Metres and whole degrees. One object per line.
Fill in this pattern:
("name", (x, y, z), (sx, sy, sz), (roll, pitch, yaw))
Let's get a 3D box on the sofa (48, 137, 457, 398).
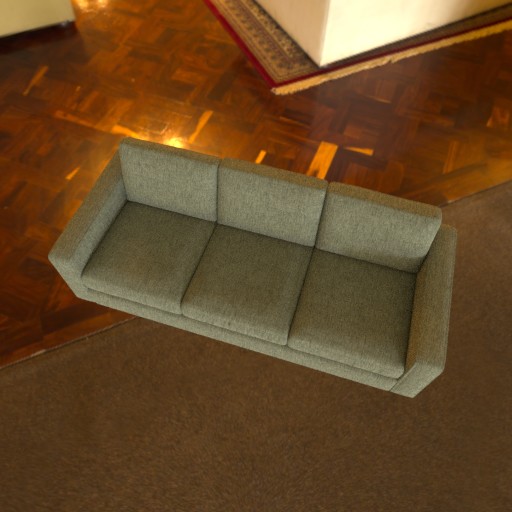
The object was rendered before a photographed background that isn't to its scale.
("sofa", (0.000, 0.000, 2.621), (2.160, 0.800, 0.900), (15, 59, 9))
